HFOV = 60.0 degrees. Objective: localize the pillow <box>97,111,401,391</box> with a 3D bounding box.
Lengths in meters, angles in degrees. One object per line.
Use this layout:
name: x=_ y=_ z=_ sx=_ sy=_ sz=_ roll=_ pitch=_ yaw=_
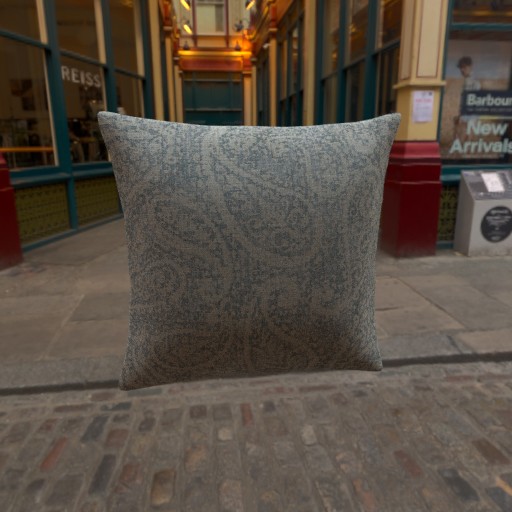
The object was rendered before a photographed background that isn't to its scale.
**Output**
pillow: x=0.000 y=0.000 z=0.818 sx=0.526 sy=0.507 sz=0.166 roll=-2 pitch=15 yaw=-8
